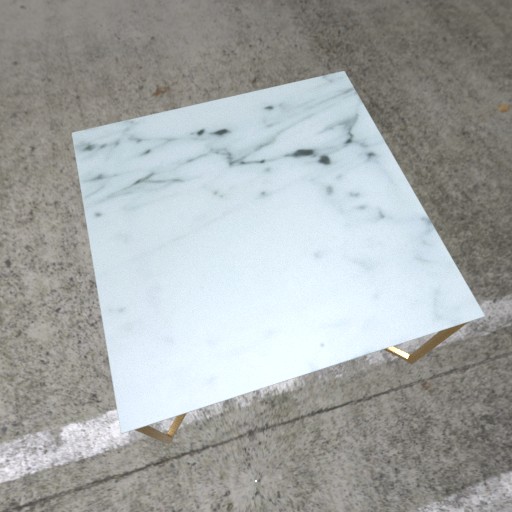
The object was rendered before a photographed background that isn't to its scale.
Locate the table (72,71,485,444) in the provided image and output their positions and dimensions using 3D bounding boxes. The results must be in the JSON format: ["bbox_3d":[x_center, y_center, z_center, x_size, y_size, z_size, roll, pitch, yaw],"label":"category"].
[{"bbox_3d":[0.000,0.000,1.287,0.800,0.450,0.800,-16,64,-8],"label":"table"}]
